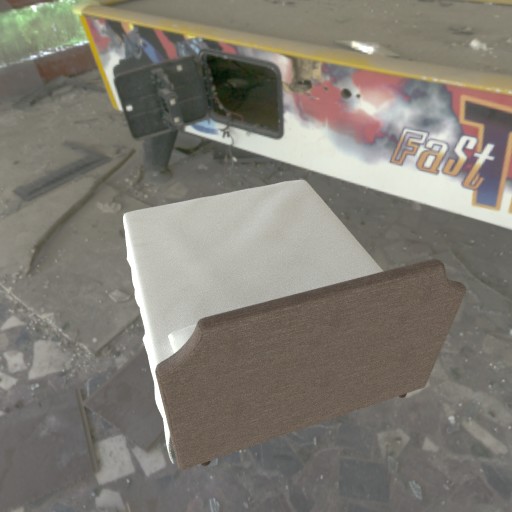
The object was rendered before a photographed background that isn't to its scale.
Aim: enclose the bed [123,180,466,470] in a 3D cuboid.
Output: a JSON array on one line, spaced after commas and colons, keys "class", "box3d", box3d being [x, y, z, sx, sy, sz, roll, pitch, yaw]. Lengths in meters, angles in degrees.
[{"class": "bed", "box3d": [0.000, 0.000, 4.155, 2.350, 1.590, 2.773, -13, 42, -15]}]
